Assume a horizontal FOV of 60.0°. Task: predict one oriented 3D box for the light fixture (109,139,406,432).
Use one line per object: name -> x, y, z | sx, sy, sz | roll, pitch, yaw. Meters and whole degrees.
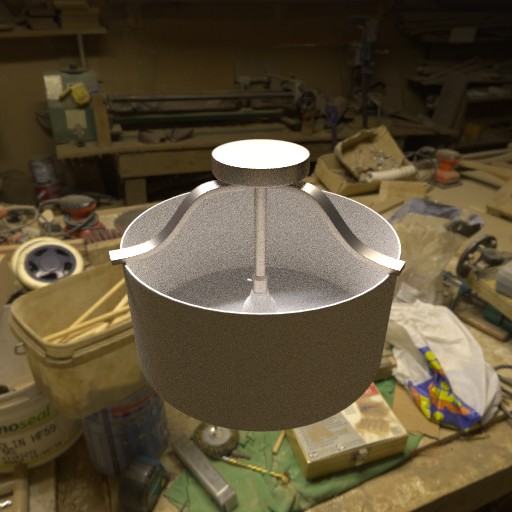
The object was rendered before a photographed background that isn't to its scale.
light fixture -> 0.000, 0.000, 0.640 | 0.395, 0.304, 0.395 | 0, 30, 0
